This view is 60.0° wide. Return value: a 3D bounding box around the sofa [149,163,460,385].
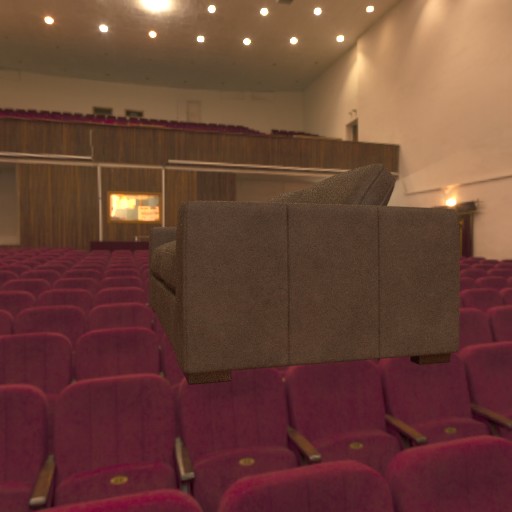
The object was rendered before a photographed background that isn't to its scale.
[{"bbox_3d":[0.000,0.000,2.428,1.070,0.800,1.920,0,1,-17],"label":"sofa"}]
